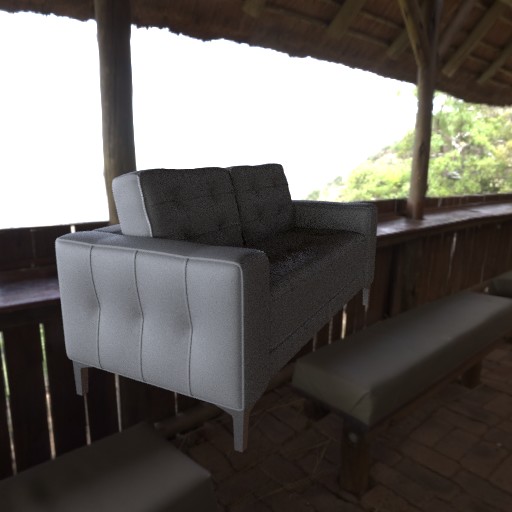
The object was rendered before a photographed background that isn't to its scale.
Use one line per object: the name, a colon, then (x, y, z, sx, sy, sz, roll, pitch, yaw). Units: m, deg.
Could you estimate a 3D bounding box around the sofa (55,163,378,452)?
sofa: (0.000, 0.000, 2.224, 0.833, 0.892, 1.726, 7, 15, 27)
